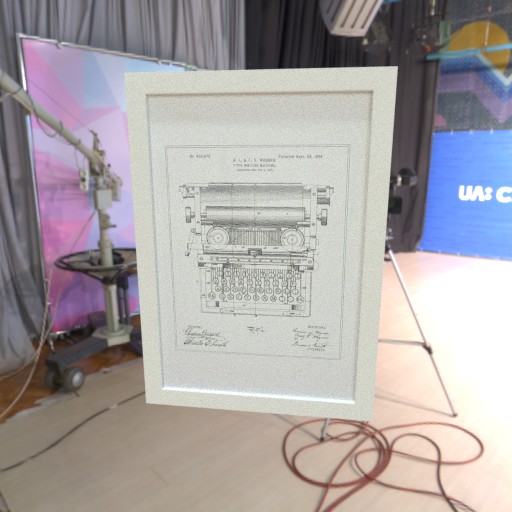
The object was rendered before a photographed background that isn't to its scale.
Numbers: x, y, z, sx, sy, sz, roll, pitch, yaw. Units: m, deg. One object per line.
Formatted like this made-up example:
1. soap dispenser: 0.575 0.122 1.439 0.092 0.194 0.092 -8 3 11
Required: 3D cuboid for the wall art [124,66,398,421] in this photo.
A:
1. wall art: 0.000 0.000 0.682 0.381 0.533 0.013 2 14 8
